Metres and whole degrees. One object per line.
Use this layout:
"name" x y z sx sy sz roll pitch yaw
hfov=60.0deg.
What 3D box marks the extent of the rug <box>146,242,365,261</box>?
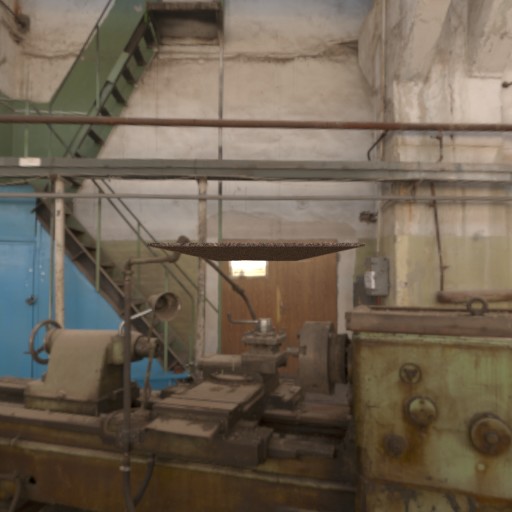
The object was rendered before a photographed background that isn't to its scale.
"rug" 0.000 0.000 2.534 0.691 0.011 2.296 0 -2 0
